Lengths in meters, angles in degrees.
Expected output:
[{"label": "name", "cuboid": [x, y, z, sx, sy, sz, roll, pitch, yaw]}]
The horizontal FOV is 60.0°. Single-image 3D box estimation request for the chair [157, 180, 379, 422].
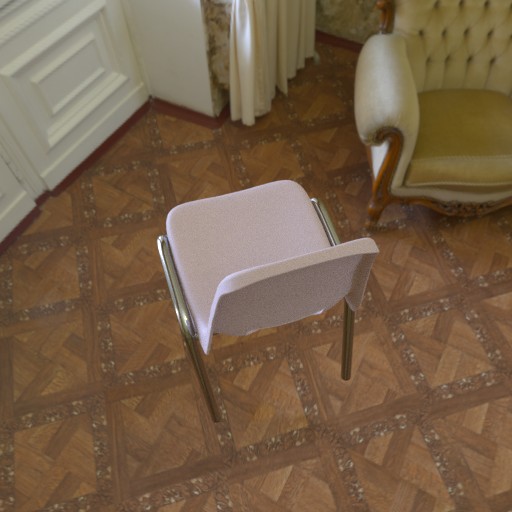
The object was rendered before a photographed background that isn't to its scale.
[{"label": "chair", "cuboid": [0.000, 0.000, 0.849, 0.354, 0.586, 0.423, -15, 59, -9]}]
